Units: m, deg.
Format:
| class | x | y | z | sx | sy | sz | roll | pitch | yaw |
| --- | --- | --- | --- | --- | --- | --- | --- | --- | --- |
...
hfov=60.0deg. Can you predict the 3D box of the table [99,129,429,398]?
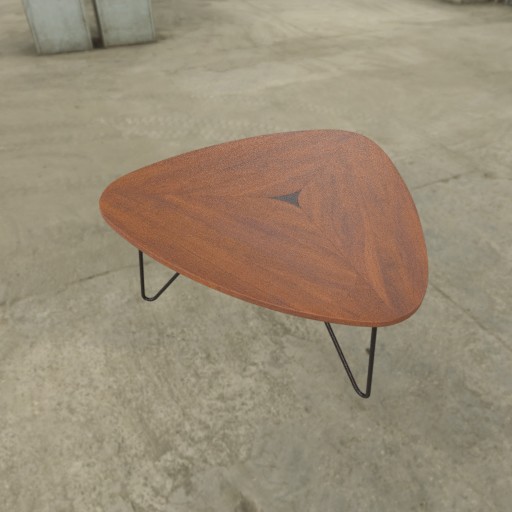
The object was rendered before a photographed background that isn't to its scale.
| class | x | y | z | sx | sy | sz | roll | pitch | yaw |
| --- | --- | --- | --- | --- | --- | --- | --- | --- | --- |
| table | 0.000 | 0.000 | 1.300 | 0.821 | 0.413 | 0.833 | 2 | 41 | 2 |
